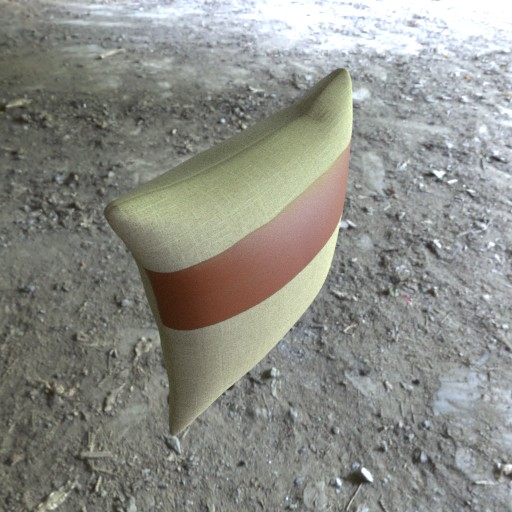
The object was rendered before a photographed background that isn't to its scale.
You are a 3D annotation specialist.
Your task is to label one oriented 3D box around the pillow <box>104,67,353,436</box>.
[{"bbox_3d":[0.000,0.000,0.618,0.173,0.399,0.414,26,48,26],"label":"pillow"}]
